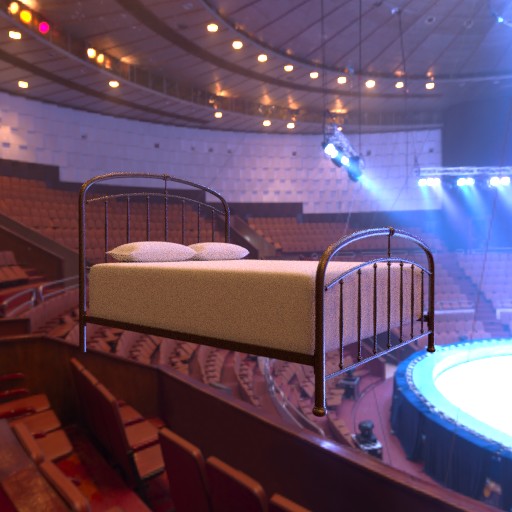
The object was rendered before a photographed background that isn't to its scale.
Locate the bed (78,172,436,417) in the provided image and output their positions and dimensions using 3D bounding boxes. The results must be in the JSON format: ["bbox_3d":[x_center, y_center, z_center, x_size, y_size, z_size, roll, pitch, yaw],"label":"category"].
[{"bbox_3d":[0.000,0.000,3.382,2.168,1.475,1.711,1,1,39],"label":"bed"}]
